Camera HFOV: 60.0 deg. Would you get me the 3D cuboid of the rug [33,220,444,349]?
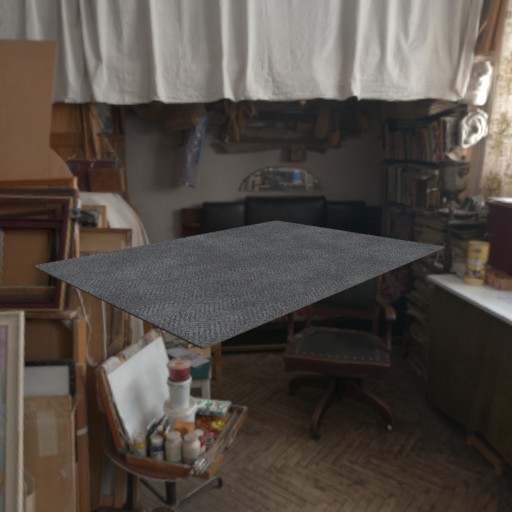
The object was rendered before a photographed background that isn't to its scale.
[{"bbox_3d":[0.000,0.000,2.928,1.600,0.008,2.235,13,19,42],"label":"rug"}]
